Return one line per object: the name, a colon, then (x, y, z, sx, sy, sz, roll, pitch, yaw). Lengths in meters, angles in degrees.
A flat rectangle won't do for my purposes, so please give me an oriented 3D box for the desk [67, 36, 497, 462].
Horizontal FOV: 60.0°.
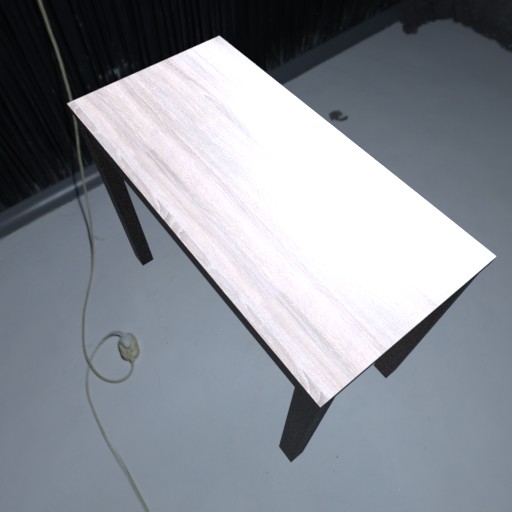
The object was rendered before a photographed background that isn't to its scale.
desk: (0.000, 0.000, 1.369, 0.495, 0.762, 0.991, -34, 64, -19)
